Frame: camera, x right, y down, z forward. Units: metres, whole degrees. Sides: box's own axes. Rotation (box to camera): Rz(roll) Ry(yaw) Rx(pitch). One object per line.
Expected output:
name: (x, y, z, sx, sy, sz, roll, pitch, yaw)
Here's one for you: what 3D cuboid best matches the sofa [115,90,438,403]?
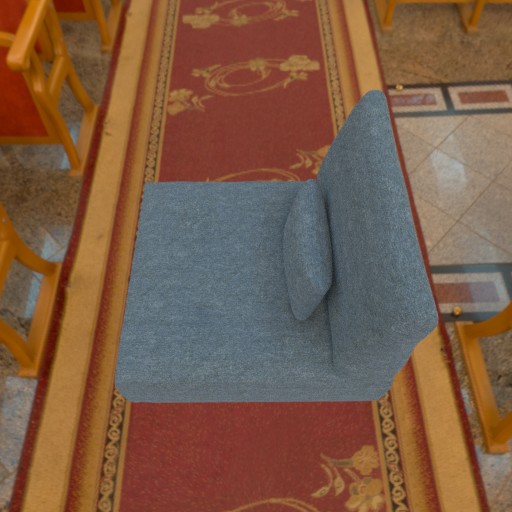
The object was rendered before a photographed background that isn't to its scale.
sofa: (0.000, 0.000, 1.688, 1.000, 0.820, 0.930, 0, 59, 0)
